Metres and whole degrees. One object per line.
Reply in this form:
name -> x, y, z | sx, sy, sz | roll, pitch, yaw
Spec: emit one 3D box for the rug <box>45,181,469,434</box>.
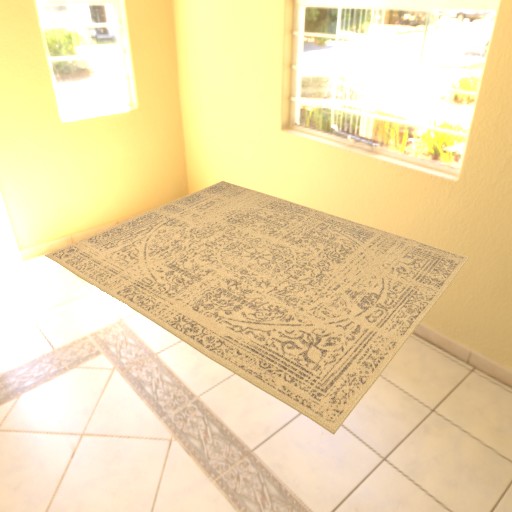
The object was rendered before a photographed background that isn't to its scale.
rug -> 0.000, 0.000, 3.865 | 2.921, 0.032, 2.311 | 22, 37, 33
